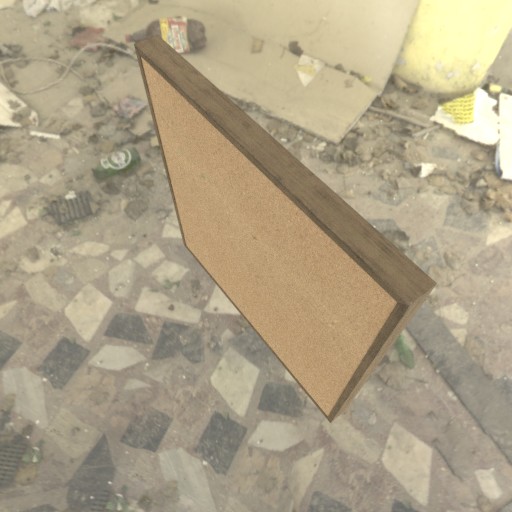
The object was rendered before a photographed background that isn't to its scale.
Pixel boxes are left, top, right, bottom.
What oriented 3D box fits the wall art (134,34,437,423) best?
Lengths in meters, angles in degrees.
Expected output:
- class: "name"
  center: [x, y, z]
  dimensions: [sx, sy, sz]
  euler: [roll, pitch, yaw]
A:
- class: "wall art"
  center: [0.000, 0.000, 0.732]
  dimensions: [0.038, 0.508, 0.508]
  euler: [-33, 64, -19]
